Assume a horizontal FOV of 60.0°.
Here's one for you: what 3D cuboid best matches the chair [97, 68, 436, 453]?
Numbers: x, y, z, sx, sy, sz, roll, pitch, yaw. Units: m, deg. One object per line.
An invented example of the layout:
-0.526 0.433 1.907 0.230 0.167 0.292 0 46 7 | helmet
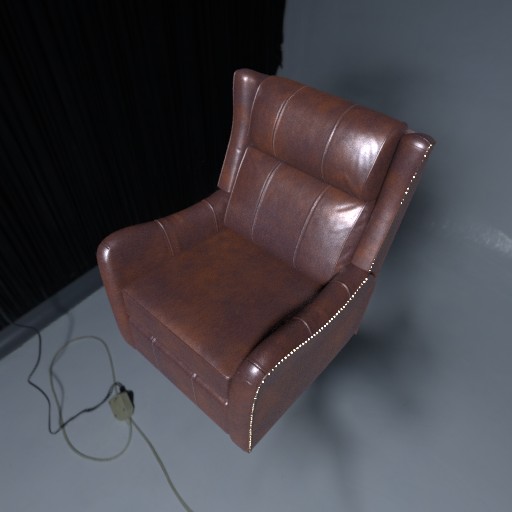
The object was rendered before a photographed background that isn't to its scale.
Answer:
0.000 0.000 1.814 0.869 1.084 1.008 33 54 28 | chair
